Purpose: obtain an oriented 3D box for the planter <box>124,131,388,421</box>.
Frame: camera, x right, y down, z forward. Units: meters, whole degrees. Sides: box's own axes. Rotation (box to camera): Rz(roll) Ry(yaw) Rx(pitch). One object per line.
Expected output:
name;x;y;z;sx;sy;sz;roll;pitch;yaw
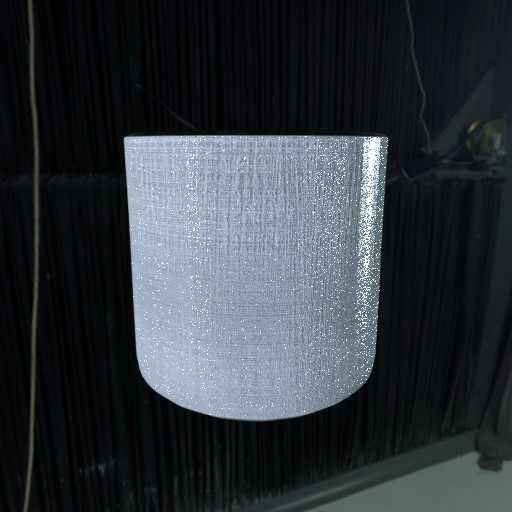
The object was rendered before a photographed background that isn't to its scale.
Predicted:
planter;0.000;0.000;0.293;0.160;0.156;0.160;0;14;0
